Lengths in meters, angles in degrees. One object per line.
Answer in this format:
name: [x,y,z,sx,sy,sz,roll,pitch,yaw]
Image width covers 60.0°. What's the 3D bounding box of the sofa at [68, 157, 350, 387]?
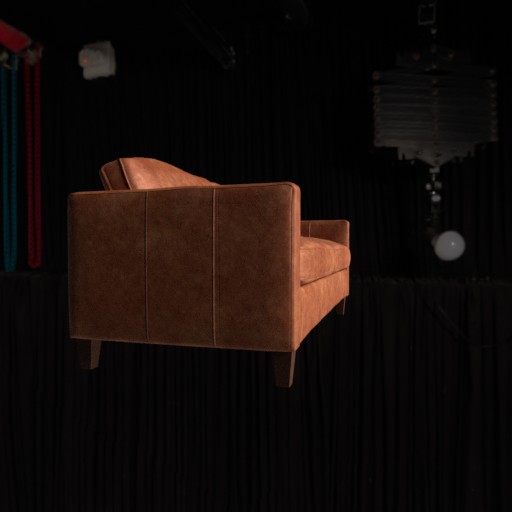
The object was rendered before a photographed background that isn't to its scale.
sofa: [0.000,0.000,2.479,0.923,0.863,1.971,0,1,17]
